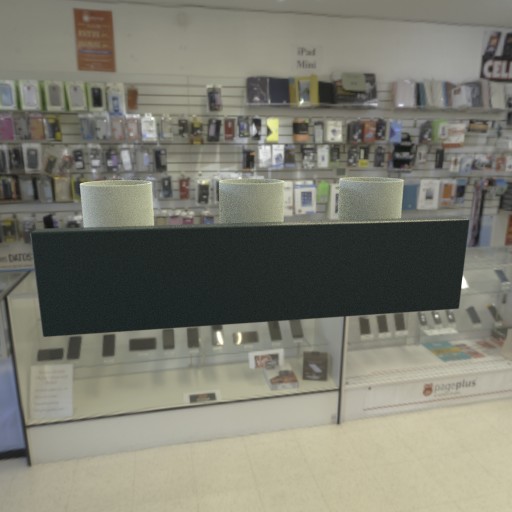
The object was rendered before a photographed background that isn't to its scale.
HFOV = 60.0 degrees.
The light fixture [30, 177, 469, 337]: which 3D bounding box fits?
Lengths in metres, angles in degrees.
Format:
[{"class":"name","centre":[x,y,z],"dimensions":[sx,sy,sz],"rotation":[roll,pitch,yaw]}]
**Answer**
[{"class":"light fixture","centre":[0.000,0.000,0.529],"dimensions":[0.451,0.172,0.145],"rotation":[-2,14,-10]}]
